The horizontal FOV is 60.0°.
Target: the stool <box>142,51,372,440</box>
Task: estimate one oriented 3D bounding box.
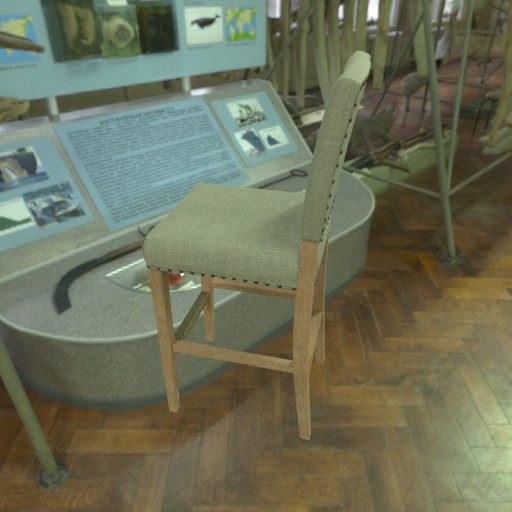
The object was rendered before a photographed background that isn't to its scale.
[{"bbox_3d":[0.000,0.000,1.463,0.585,1.203,0.445,8,33,13],"label":"stool"}]
